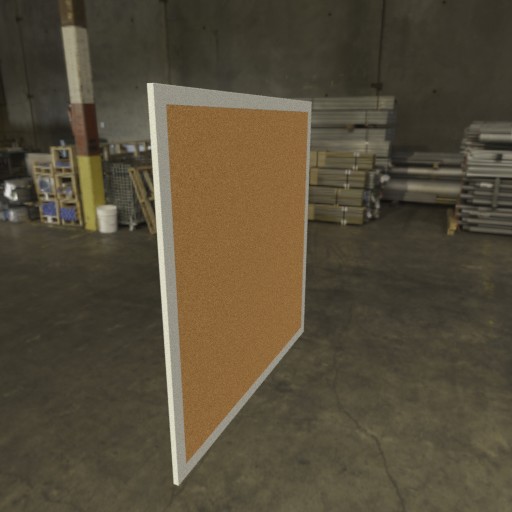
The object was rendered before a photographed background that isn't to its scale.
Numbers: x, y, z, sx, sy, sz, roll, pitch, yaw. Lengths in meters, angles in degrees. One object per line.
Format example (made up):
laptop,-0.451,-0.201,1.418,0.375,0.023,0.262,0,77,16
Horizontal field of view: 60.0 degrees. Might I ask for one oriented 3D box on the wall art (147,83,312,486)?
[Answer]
wall art,0.000,0.000,1.193,0.013,0.813,0.812,8,19,24
